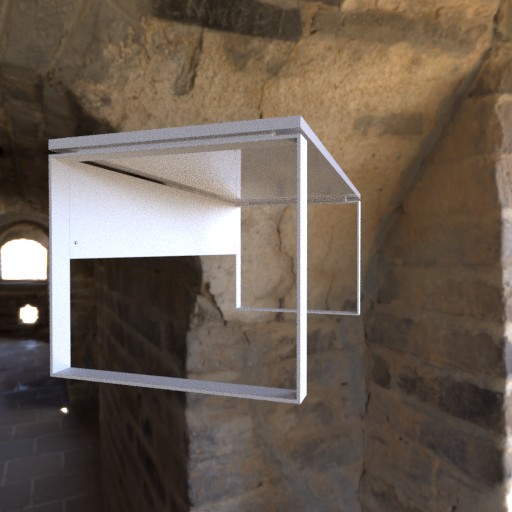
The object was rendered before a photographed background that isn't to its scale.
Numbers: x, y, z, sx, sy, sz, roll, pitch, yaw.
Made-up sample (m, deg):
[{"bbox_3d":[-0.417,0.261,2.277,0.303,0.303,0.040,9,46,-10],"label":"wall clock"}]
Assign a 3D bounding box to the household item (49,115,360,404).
[{"bbox_3d":[0.000,0.000,2.067,0.800,0.745,1.700,0,1,18],"label":"household item"}]
